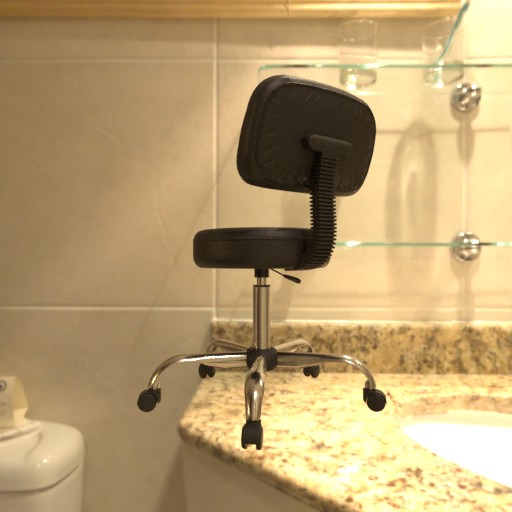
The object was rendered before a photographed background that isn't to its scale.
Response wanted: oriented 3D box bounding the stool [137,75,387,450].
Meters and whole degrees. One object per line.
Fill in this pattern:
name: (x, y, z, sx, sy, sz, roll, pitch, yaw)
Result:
stool: (0.000, 0.000, 1.343, 0.673, 0.862, 0.648, 0, -1, -36)
